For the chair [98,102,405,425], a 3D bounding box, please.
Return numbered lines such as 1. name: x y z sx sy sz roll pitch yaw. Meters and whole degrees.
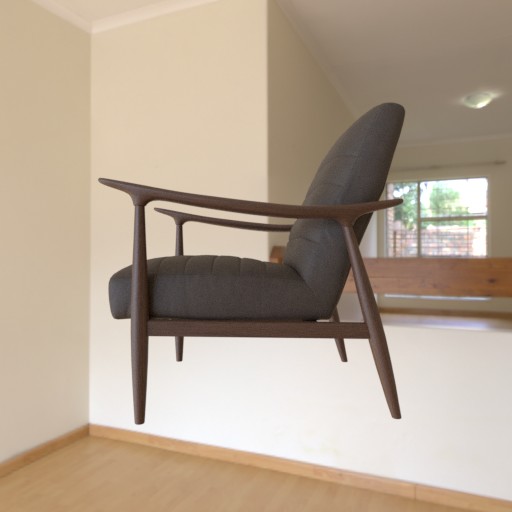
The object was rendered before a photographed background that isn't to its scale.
1. chair: 0.000 0.000 1.434 0.798 0.831 0.741 0 0 -1
